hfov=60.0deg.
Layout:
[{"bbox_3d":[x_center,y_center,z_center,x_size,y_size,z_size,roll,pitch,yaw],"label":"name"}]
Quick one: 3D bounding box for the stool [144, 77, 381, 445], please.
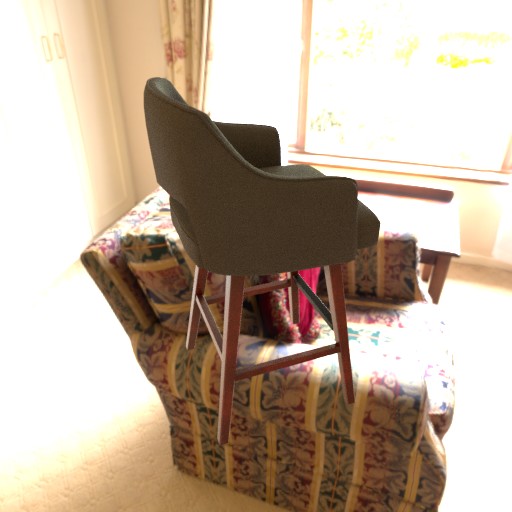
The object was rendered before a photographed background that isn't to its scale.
[{"bbox_3d":[0.000,0.000,1.355,0.558,1.012,0.548,-11,33,-17],"label":"stool"}]
